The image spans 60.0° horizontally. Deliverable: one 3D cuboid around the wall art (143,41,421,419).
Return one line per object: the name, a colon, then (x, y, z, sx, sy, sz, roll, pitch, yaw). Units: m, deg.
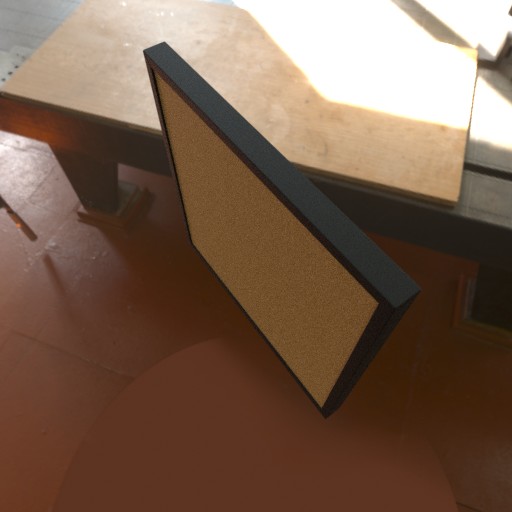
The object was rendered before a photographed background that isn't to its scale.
wall art: (0.000, 0.000, 0.756, 0.037, 0.508, 0.508, -32, 64, -18)
